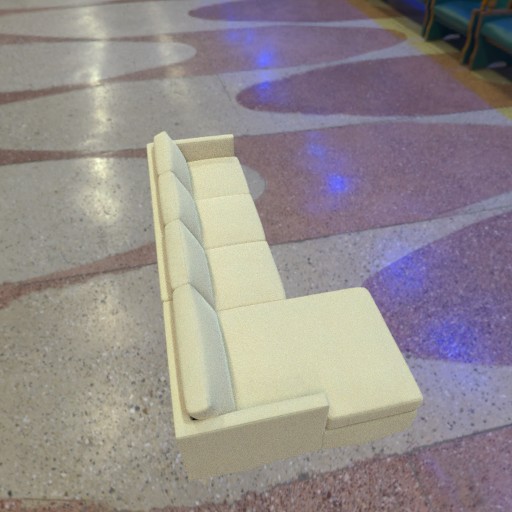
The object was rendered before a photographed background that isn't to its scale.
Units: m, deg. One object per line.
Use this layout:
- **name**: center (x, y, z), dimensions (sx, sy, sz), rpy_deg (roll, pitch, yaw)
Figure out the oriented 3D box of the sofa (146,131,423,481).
- **sofa**: center (0.000, 0.000, 3.878), dimensions (1.650, 0.922, 3.205), rpy_deg (-9, 46, -9)
